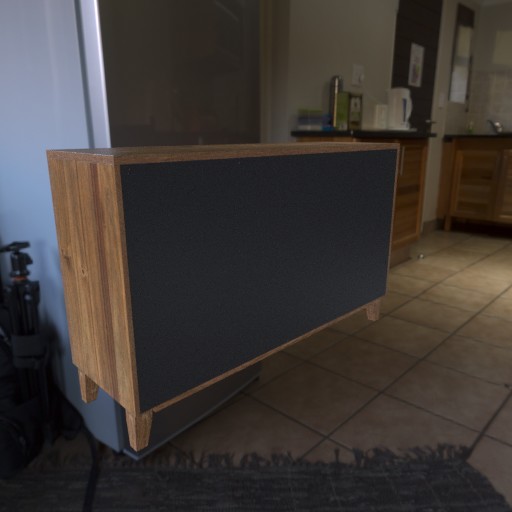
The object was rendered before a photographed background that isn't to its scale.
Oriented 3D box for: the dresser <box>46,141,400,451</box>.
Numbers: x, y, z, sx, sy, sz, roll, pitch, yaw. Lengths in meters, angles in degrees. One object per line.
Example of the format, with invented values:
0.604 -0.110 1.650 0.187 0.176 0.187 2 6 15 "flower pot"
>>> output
0.000 0.000 1.809 1.400 0.873 0.446 -15 22 -42 "dresser"
